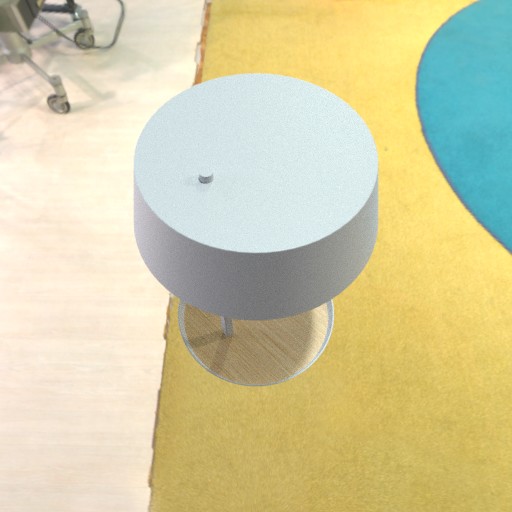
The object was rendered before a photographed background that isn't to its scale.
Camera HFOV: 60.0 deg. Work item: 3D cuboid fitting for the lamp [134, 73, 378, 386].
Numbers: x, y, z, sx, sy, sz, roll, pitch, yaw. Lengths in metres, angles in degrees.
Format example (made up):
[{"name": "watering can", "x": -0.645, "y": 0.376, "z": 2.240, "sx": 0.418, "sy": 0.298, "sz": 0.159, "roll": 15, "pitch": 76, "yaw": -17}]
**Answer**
[{"name": "lamp", "x": 0.000, "y": 0.000, "z": 0.625, "sx": 0.291, "sy": 0.429, "sz": 0.291, "roll": 0, "pitch": 58, "yaw": 0}]
